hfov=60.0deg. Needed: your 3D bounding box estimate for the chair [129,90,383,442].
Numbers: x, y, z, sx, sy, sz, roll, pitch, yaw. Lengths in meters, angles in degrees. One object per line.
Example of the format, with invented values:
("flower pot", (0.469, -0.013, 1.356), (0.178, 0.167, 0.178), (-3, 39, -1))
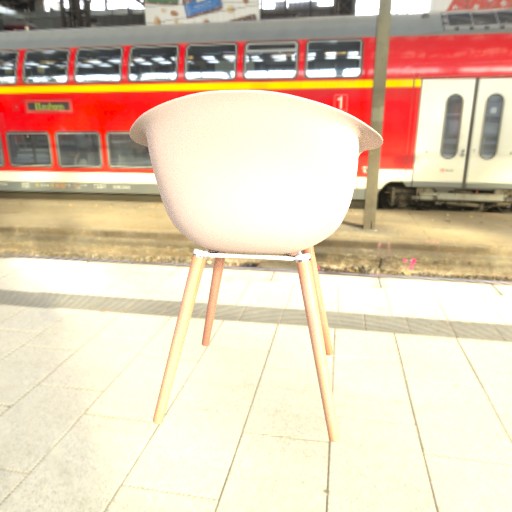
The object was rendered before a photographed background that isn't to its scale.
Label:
("chair", (0.000, 0.000, 1.162), (0.593, 0.781, 0.504), (2, 16, 8))
